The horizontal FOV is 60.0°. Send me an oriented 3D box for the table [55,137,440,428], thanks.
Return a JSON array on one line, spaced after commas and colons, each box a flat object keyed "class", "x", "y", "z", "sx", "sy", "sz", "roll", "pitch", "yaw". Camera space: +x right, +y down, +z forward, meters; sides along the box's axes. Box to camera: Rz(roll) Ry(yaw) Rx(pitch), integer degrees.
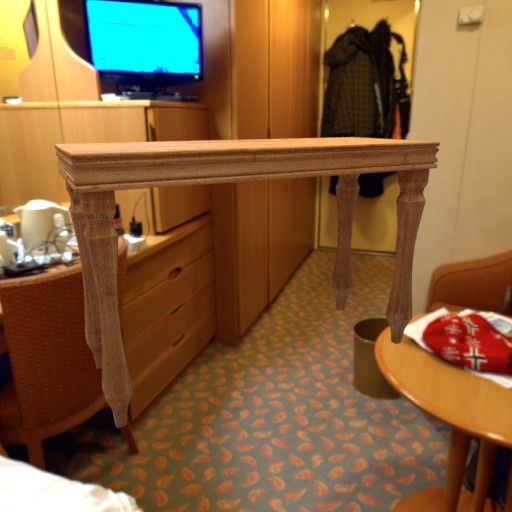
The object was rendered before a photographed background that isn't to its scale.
[{"class": "table", "x": 0.000, "y": 0.000, "z": 1.764, "sx": 1.330, "sy": 0.873, "sz": 0.522, "roll": -9, "pitch": 19, "yaw": -26}]
